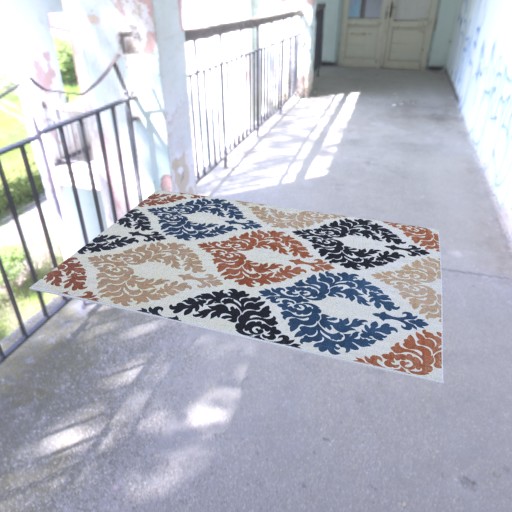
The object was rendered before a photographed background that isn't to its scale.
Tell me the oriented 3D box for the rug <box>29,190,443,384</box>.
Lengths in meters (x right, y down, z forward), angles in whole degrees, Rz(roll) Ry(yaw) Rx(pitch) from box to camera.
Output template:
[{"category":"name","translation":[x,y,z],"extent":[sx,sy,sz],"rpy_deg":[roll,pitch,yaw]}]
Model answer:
[{"category":"rug","translation":[0.000,0.000,2.875],"extent":[2.275,0.014,1.514],"rpy_deg":[10,33,16]}]
